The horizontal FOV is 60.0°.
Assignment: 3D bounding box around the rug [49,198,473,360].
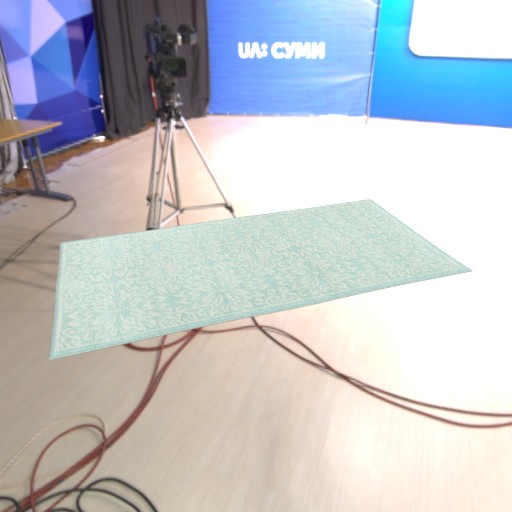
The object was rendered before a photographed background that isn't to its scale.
[{"bbox_3d":[0.000,0.000,1.446,1.219,0.007,0.604,-10,31,-16],"label":"rug"}]
